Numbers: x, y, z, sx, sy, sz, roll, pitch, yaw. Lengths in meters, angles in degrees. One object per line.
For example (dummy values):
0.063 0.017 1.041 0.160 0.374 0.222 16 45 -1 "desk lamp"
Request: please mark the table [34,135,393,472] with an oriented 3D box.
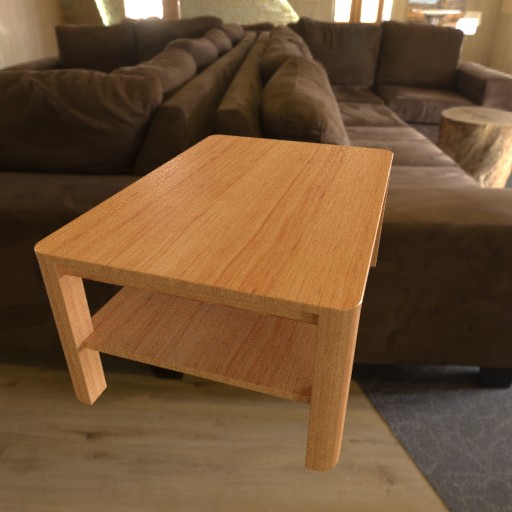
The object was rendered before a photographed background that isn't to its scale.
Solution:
0.000 0.000 1.360 0.696 0.445 0.997 9 31 16 "table"
